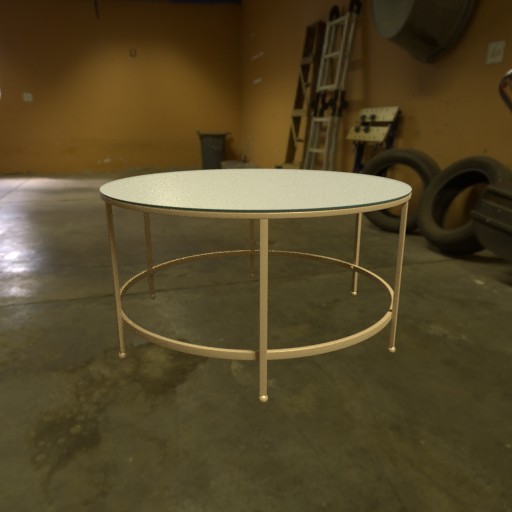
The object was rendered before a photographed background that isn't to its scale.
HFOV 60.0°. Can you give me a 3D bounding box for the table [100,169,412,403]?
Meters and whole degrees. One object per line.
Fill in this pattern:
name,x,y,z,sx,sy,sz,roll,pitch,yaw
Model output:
table,0.000,0.000,1.430,0.914,0.470,0.914,0,16,0
